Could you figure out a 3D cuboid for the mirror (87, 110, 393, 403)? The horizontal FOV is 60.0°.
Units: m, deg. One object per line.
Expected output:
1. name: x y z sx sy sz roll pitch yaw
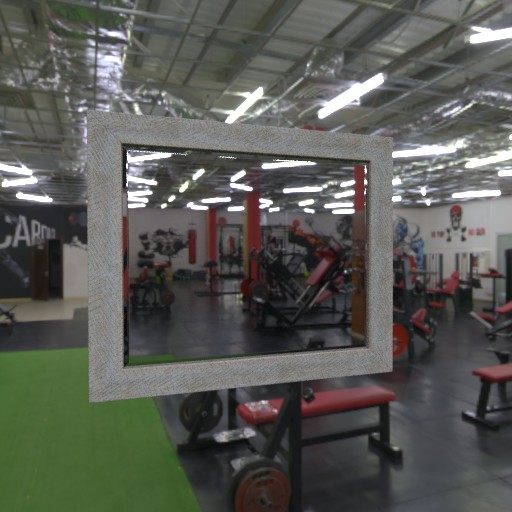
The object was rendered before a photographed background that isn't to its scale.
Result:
1. mirror: 0.000 0.000 1.181 0.839 0.689 0.028 0 1 -18
